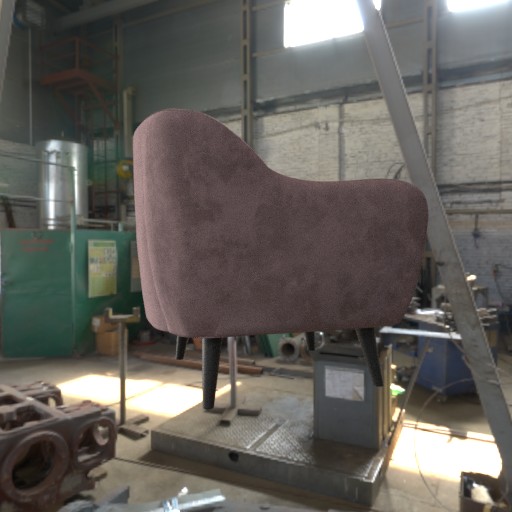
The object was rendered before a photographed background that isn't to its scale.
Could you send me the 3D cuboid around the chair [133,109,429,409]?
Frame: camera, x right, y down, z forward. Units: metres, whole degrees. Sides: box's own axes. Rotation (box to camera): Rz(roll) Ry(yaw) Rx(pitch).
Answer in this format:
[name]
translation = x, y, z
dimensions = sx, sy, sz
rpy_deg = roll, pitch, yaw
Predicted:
[chair]
translation = 0.000, 0.000, 1.544
dimensions = 0.820, 0.820, 0.840
rpy_deg = 0, 1, -18
